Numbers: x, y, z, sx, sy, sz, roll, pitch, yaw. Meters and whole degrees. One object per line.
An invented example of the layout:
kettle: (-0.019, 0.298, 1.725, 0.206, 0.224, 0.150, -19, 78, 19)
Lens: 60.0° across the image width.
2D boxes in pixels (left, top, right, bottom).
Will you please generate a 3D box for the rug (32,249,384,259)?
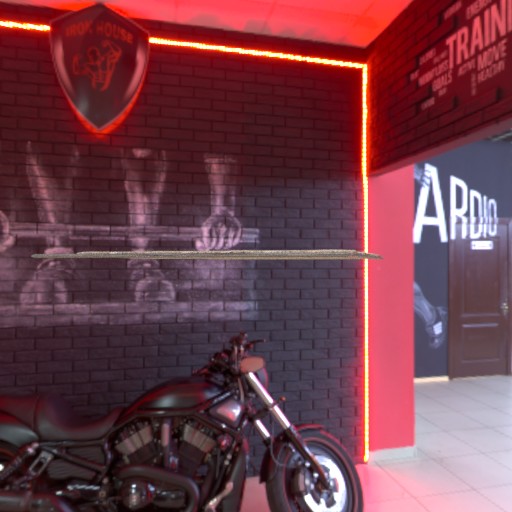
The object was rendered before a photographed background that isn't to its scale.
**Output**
rug: (0.000, 0.000, 2.374, 1.222, 0.030, 1.823, 0, -1, 19)
